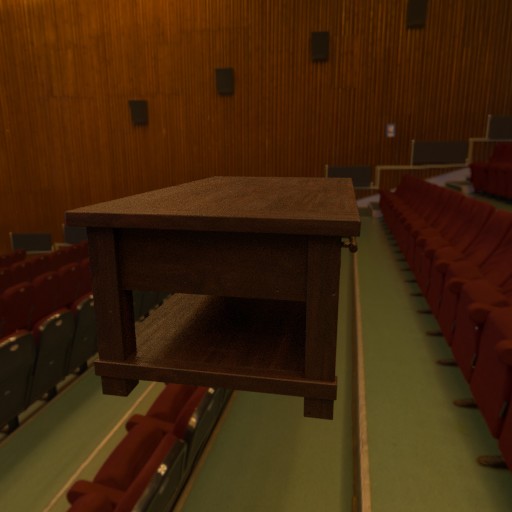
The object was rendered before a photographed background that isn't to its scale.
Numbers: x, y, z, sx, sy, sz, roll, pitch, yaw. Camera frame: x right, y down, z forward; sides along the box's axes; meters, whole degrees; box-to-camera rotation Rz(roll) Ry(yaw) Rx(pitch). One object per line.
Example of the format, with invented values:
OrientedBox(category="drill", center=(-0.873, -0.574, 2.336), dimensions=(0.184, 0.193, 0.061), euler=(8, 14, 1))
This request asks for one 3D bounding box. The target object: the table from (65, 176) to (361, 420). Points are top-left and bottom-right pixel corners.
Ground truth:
OrientedBox(category="table", center=(0.000, 0.000, 1.640), dimensions=(0.700, 0.494, 1.270), euler=(3, 14, 11))
